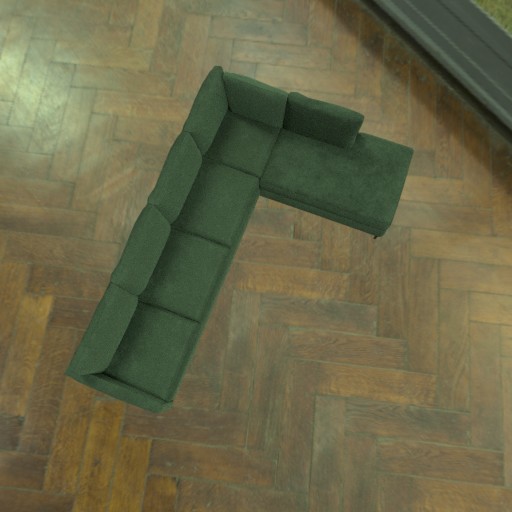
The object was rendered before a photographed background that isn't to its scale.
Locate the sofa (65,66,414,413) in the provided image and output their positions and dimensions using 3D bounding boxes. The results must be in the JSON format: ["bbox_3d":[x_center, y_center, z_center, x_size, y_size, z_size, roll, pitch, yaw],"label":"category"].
[{"bbox_3d":[0.000,0.000,3.206,1.707,0.687,2.486,20,76,5],"label":"sofa"}]
